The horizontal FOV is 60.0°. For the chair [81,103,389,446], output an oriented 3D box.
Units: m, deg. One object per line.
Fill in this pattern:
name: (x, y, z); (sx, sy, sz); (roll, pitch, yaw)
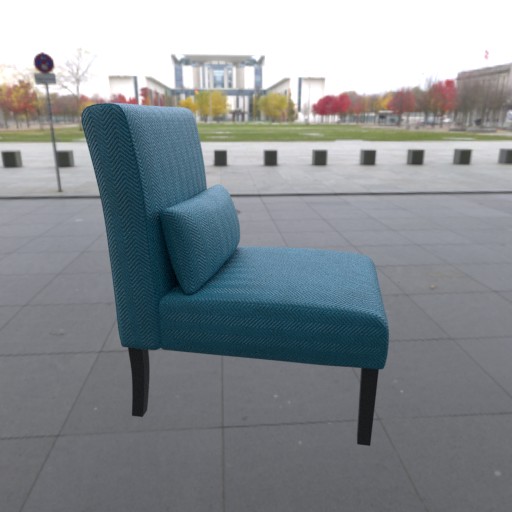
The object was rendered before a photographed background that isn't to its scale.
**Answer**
chair: (0.000, 0.000, 1.435); (0.808, 0.927, 0.579); (3, 18, 10)
